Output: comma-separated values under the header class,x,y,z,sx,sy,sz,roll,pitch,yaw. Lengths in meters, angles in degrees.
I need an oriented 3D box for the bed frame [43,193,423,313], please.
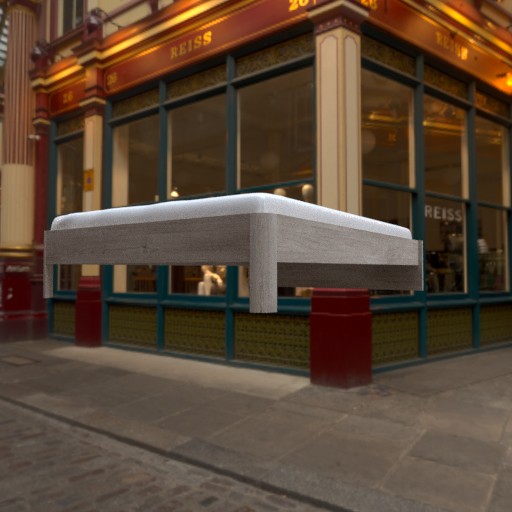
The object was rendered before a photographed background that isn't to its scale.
class,x,y,z,sx,sy,sz,roll,pitch,yaw
bed frame,0.000,0.000,2.729,1.490,0.462,1.950,-1,-2,35
